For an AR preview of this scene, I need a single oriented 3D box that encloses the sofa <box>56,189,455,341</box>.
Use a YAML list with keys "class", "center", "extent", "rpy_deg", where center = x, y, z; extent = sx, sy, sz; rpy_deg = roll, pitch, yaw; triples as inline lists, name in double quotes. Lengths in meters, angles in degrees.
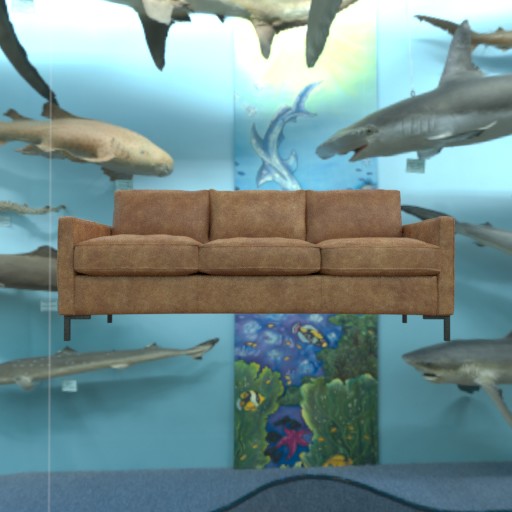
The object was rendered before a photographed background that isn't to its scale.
- class: "sofa"
  center: [0.000, 0.000, 2.536]
  extent: [2.029, 0.863, 0.748]
  rpy_deg: [0, -1, 0]
